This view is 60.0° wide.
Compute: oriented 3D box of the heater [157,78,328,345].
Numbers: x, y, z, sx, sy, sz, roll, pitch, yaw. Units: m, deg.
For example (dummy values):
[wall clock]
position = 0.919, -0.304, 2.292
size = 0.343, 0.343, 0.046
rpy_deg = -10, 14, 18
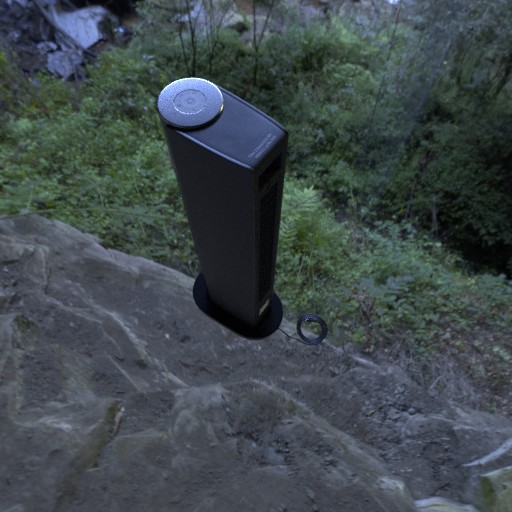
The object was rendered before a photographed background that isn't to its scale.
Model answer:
[heater]
position = 0.000, 0.000, 1.075
size = 0.458, 0.856, 0.214
rpy_deg = 33, 69, 15
